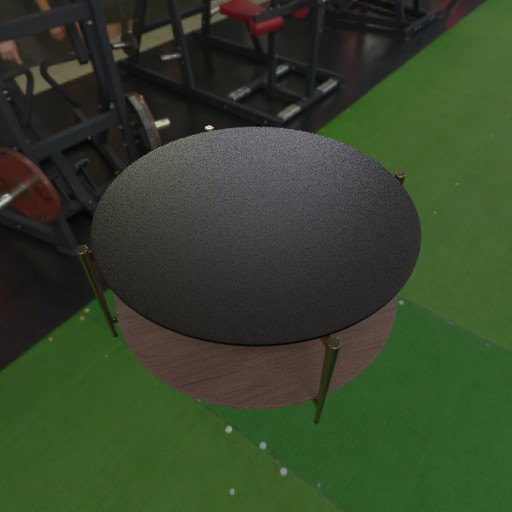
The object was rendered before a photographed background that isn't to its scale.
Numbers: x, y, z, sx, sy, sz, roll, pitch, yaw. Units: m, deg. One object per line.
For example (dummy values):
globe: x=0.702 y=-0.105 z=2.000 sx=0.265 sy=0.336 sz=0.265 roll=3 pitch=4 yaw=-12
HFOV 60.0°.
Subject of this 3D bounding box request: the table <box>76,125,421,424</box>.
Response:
table: x=0.000 y=0.000 z=1.441 sx=0.938 sy=0.400 sz=0.938 roll=31 pitch=53 yaw=27
